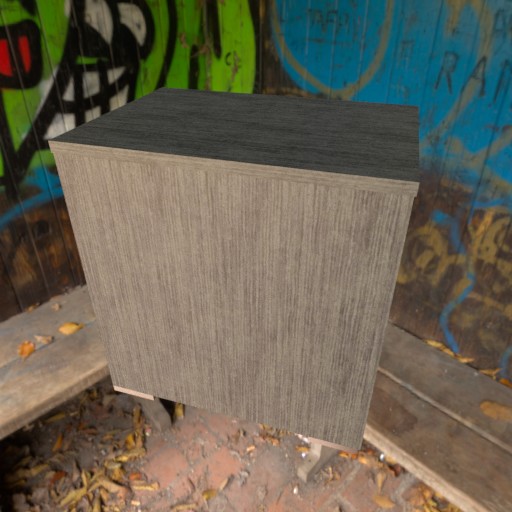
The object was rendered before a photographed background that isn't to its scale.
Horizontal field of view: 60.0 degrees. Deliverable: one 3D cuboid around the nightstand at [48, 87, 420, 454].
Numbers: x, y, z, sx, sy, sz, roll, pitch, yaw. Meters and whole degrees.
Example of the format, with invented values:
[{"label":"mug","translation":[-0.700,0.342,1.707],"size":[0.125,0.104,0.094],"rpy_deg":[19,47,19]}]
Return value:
[{"label":"nightstand","translation":[0.000,0.000,0.753],"size":[0.441,0.460,0.325],"rpy_deg":[9,34,14]}]
